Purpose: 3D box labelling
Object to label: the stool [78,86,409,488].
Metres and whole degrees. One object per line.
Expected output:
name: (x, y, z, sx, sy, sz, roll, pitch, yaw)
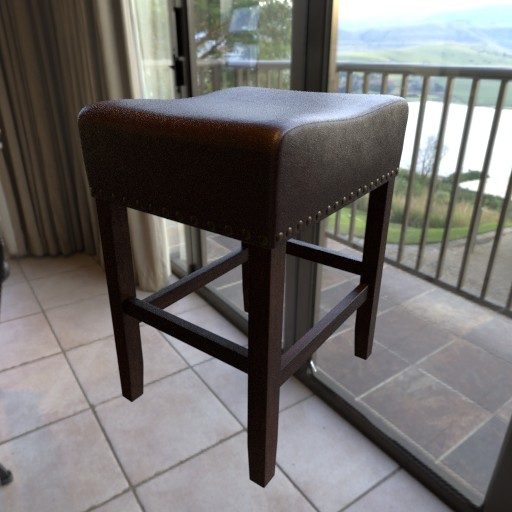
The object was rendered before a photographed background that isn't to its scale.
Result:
stool: (0.000, 0.000, 0.900, 0.397, 0.608, 0.465, 17, 30, 32)
